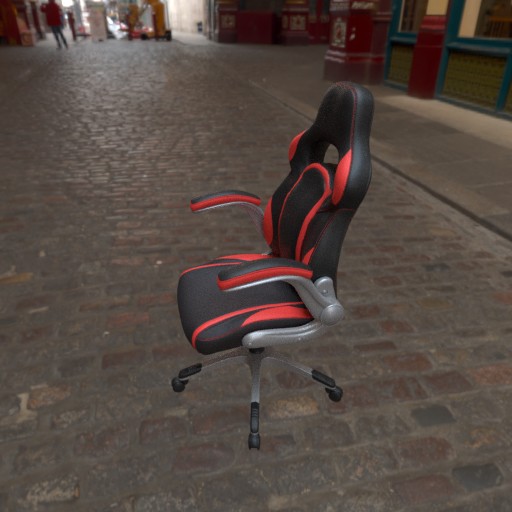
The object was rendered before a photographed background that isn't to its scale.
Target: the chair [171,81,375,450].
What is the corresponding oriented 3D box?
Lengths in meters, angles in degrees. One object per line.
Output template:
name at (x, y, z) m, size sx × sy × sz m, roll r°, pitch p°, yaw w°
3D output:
chair at (0.000, 0.000, 1.615) m, size 0.712 × 1.165 × 0.758 m, roll -8°, pitch 30°, yaw -13°
